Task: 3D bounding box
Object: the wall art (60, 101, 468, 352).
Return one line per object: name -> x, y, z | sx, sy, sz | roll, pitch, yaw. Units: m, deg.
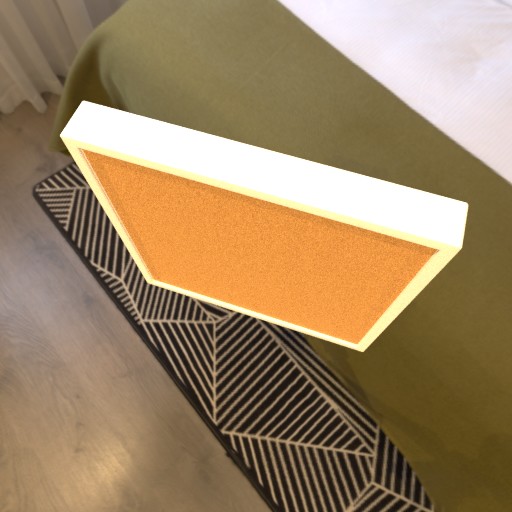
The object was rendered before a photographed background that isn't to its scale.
wall art -> 0.000, 0.000, 0.463 | 0.305, 0.305, 0.038 | 17, 66, 8
